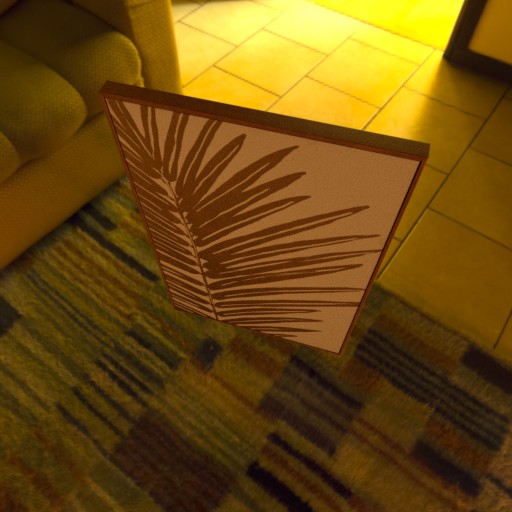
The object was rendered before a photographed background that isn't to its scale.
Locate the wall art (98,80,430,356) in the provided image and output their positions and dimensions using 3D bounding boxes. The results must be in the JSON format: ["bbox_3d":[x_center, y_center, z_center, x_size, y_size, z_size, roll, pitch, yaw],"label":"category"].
[{"bbox_3d":[0.000,0.000,1.176,0.610,0.914,0.037,14,58,9],"label":"wall art"}]
